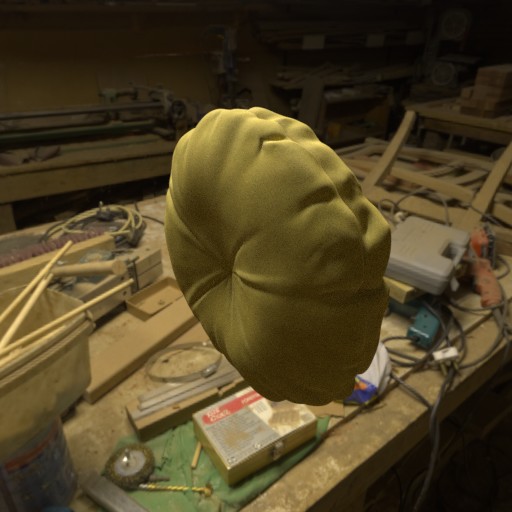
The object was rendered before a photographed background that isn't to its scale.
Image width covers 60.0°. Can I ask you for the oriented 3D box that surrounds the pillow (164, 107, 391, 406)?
[{"bbox_3d":[0.000,0.000,0.636,0.148,0.407,0.428,-20,35,-32],"label":"pillow"}]
